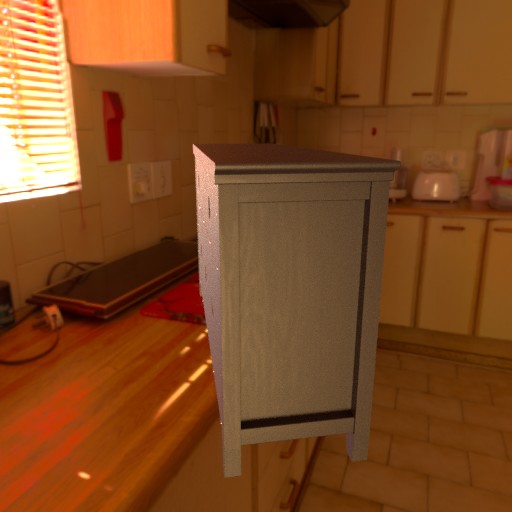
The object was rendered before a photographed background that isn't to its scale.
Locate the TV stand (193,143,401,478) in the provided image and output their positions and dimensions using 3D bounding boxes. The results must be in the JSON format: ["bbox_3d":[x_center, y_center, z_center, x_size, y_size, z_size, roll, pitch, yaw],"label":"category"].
[{"bbox_3d":[0.000,0.000,1.450,0.347,0.681,1.198,-3,16,-9],"label":"TV stand"}]
